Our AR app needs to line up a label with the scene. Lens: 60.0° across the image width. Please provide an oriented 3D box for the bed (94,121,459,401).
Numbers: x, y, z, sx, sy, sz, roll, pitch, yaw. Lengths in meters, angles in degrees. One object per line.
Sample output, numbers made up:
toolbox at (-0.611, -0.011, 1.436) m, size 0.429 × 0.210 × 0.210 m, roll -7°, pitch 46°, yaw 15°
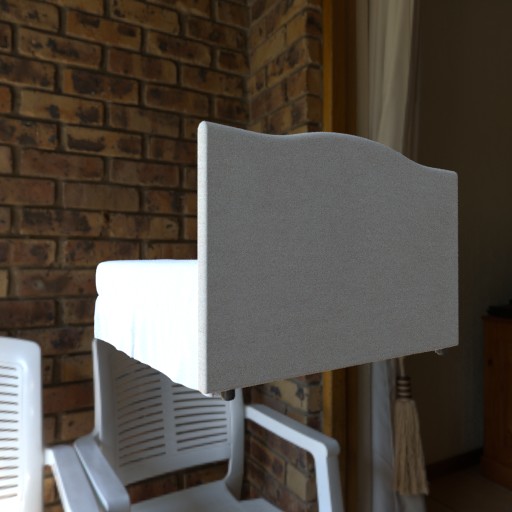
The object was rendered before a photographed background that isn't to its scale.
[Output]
bed at (0.000, 0.000, 3.514) m, size 2.083 × 1.421 × 2.182 m, roll 0°, pitch -1°, yaw -35°
